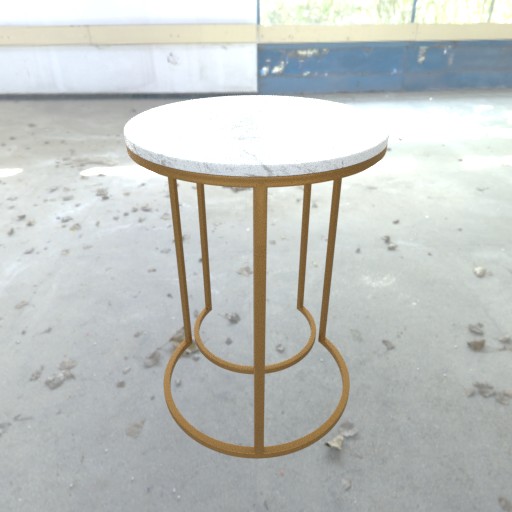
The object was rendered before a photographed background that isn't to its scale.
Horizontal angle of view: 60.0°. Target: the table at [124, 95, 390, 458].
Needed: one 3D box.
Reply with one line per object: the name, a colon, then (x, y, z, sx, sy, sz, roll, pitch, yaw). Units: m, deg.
table: (0.000, 0.000, 0.875, 0.400, 0.550, 0.507, -1, 31, -1)
